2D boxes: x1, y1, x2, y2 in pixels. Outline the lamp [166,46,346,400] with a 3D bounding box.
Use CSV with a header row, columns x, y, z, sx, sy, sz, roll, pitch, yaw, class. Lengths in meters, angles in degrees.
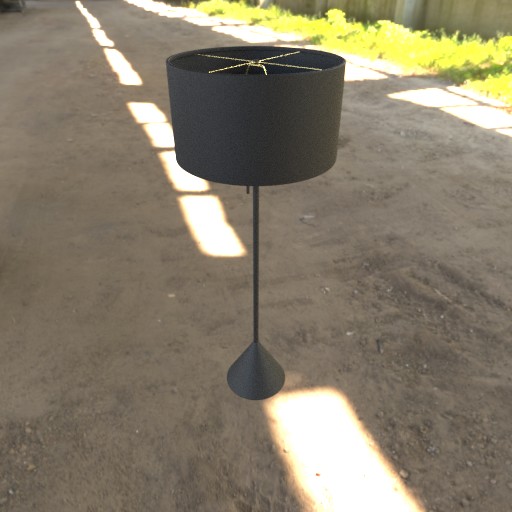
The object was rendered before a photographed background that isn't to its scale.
x,y,z,sx,sy,sz,roll,pitch,yaw,class
0.000,0.000,1.851,0.580,1.526,0.580,22,38,30,lamp
